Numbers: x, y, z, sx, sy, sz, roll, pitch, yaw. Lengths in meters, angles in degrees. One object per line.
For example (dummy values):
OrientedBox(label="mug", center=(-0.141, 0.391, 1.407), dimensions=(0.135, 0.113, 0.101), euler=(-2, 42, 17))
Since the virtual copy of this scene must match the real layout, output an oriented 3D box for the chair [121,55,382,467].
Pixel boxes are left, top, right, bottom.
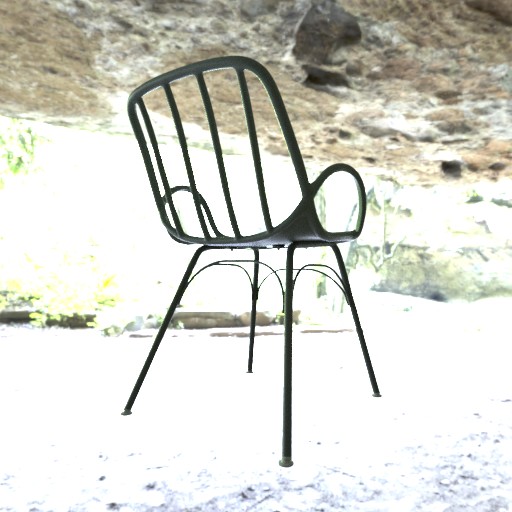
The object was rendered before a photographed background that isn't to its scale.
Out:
OrientedBox(label="chair", center=(0.000, 0.000, 1.198), dimensions=(0.549, 0.816, 0.597), euler=(0, -1, 36))
